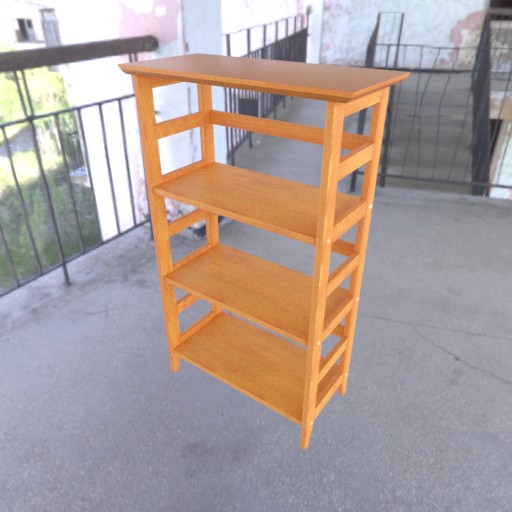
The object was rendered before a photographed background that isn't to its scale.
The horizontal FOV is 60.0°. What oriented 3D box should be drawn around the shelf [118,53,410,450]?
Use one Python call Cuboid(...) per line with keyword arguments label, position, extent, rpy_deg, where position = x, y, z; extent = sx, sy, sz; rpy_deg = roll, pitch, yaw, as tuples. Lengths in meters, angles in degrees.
Cuboid(label="shelf", position=(0.000, 0.000, 1.354), extent=(0.660, 1.067, 0.305), rpy_deg=(20, 36, 30))
